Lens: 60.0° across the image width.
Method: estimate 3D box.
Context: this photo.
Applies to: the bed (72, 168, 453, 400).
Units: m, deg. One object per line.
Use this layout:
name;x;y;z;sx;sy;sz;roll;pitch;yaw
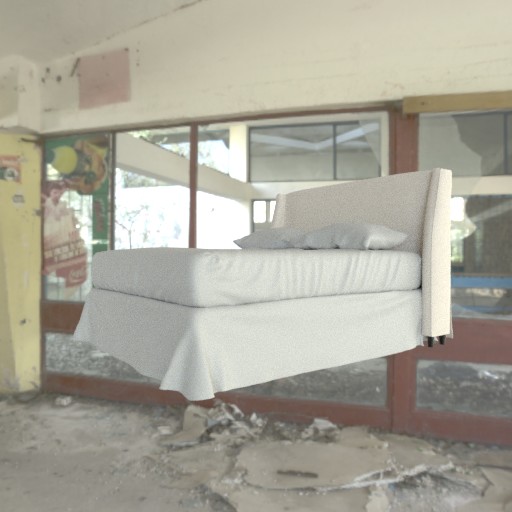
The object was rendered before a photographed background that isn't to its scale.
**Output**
bed;0.000;0.000;3.398;2.276;1.332;1.925;0;1;-37
